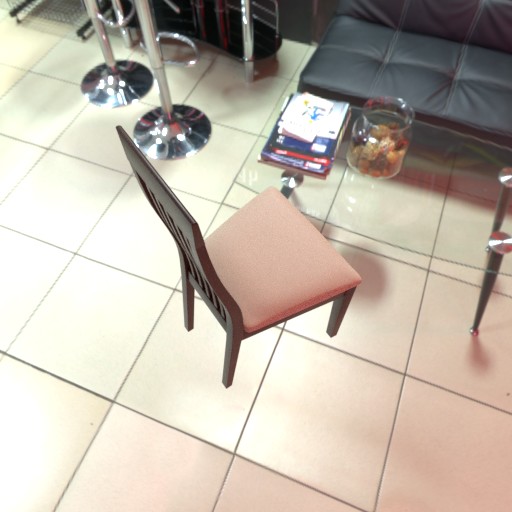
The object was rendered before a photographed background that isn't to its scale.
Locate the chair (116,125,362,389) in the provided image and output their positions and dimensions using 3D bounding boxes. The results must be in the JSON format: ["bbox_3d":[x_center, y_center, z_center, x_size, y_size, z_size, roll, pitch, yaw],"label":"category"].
[{"bbox_3d":[0.000,0.000,1.312,0.474,1.027,0.460,-31,64,-18],"label":"chair"}]
